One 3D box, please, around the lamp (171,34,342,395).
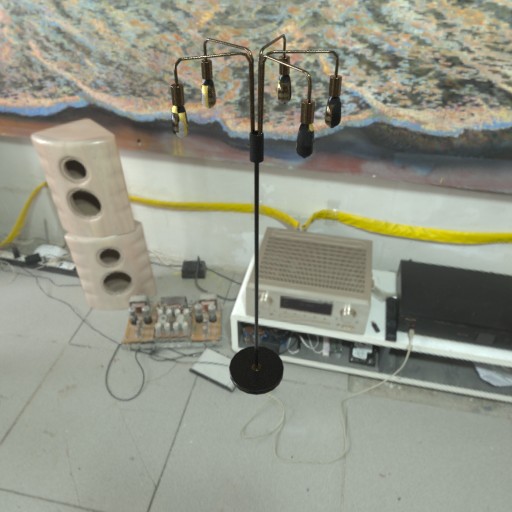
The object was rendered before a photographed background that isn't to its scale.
[{"bbox_3d":[0.000,0.000,1.986,0.599,1.721,0.572,-11,41,-14],"label":"lamp"}]
